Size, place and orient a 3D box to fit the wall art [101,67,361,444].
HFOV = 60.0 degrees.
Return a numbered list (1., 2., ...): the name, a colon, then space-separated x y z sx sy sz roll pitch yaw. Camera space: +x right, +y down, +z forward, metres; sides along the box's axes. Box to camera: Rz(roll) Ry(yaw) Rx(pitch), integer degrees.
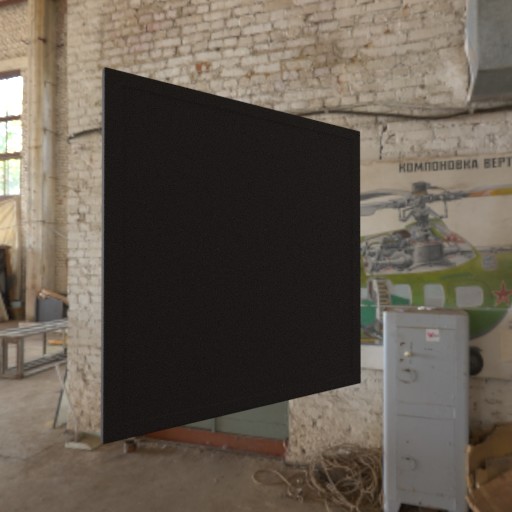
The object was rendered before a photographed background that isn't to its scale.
1. wall art: 0.000 0.000 0.824 0.562 0.558 0.012 0 -1 -36
